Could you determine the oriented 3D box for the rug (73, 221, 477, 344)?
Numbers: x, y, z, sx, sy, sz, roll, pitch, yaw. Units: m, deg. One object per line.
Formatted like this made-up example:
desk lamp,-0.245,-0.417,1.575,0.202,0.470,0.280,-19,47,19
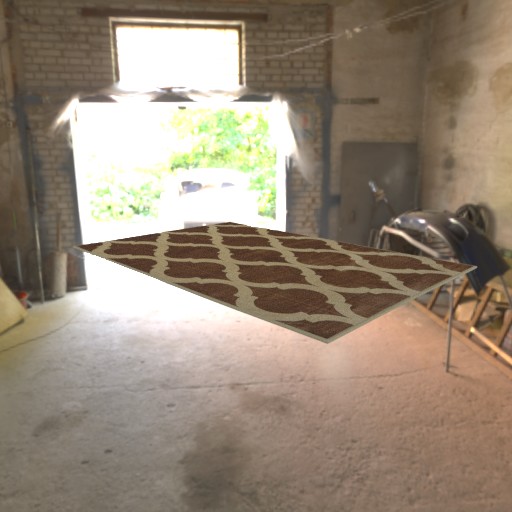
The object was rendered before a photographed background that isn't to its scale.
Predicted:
rug,0.000,0.000,2.962,1.526,0.014,2.290,-13,19,-43
